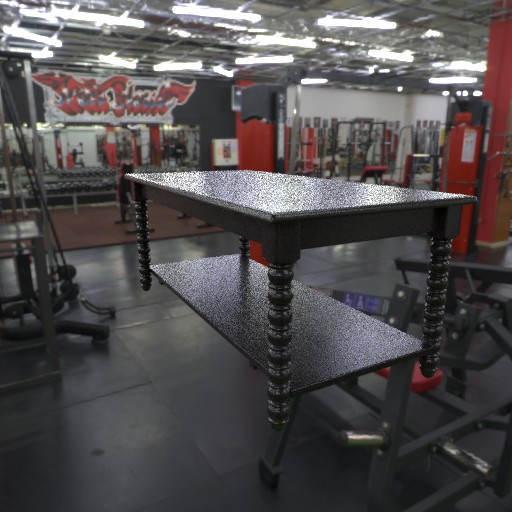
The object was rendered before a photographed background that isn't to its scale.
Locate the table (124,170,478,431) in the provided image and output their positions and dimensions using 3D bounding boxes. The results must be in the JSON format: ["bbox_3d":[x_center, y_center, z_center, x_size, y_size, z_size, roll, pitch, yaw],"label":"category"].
[{"bbox_3d":[0.000,0.000,1.477,0.580,0.487,1.171,-8,16,-28],"label":"table"}]
